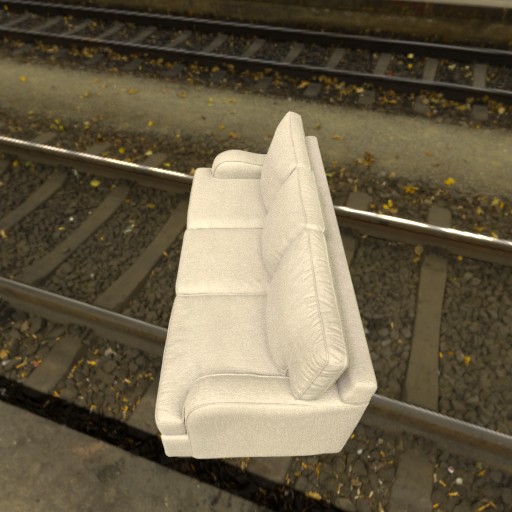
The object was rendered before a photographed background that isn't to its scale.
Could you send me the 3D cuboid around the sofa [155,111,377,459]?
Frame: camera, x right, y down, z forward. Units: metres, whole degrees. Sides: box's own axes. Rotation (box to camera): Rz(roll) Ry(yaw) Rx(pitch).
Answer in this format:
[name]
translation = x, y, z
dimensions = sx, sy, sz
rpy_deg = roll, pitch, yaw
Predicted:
[sofa]
translation = 0.000, 0.000, 2.913
dimensions = 1.016, 0.991, 2.323
rpy_deg = -1, 42, -1
